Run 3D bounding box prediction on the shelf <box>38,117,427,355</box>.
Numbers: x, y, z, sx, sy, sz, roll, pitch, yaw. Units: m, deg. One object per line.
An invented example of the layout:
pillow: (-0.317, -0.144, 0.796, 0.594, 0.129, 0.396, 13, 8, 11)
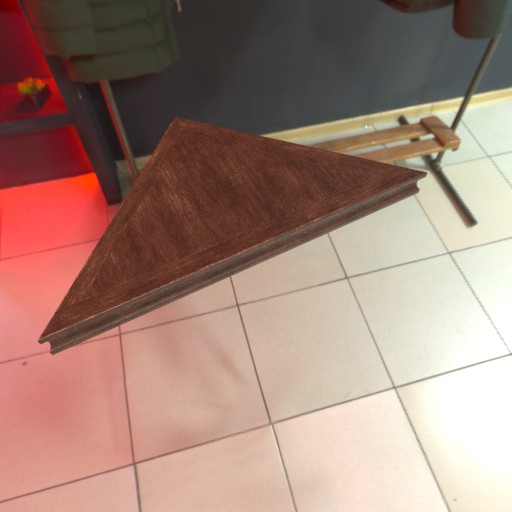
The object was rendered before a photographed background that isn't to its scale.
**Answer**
shelf: (0.000, 0.000, 0.442, 0.296, 0.035, 0.296, 15, 59, 9)
